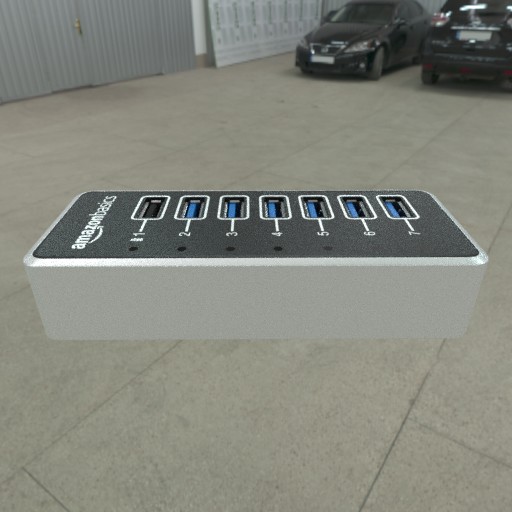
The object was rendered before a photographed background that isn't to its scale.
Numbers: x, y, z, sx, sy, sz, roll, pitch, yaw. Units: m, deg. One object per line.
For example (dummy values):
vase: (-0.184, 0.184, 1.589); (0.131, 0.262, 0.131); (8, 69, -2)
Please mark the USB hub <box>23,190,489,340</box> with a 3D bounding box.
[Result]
USB hub: (0.000, 0.000, 0.125); (0.110, 0.023, 0.044); (0, 31, 0)
